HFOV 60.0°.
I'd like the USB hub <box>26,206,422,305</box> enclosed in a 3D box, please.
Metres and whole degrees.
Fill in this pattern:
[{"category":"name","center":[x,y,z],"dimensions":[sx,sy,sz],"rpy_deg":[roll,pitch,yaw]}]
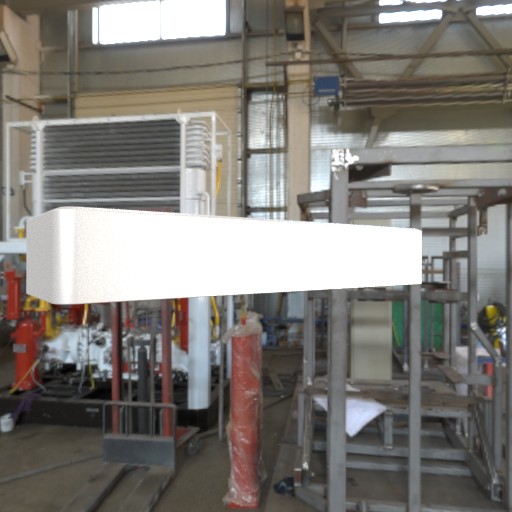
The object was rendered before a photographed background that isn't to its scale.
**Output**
[{"category":"USB hub","center":[0.000,0.000,0.161],"dimensions":[0.145,0.023,0.044],"rpy_deg":[0,0,-36]}]
